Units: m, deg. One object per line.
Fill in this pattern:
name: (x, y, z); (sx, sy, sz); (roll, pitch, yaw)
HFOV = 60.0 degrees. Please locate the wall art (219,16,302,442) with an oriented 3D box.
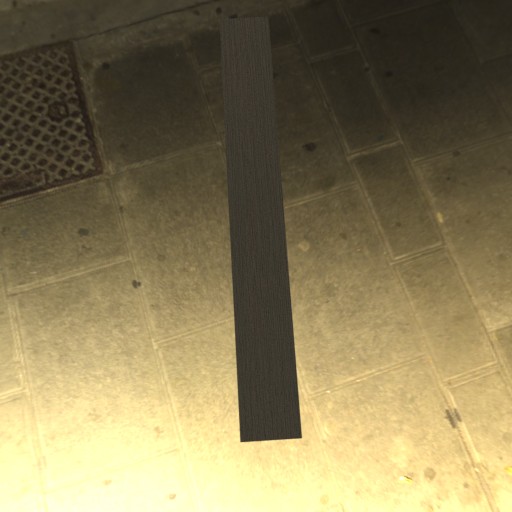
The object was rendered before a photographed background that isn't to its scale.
wall art: (0.000, 0.000, 0.453); (0.038, 0.303, 0.304); (-3, 77, -1)
